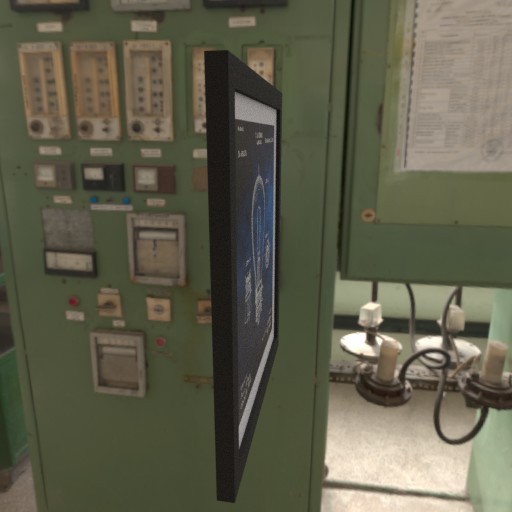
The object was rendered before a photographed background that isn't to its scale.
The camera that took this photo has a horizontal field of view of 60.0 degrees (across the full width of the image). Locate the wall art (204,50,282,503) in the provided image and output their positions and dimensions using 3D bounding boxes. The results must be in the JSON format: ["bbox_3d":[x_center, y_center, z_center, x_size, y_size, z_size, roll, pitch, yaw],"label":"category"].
[{"bbox_3d":[0.000,0.000,0.676,0.023,0.505,0.428,3,15,10],"label":"wall art"}]
